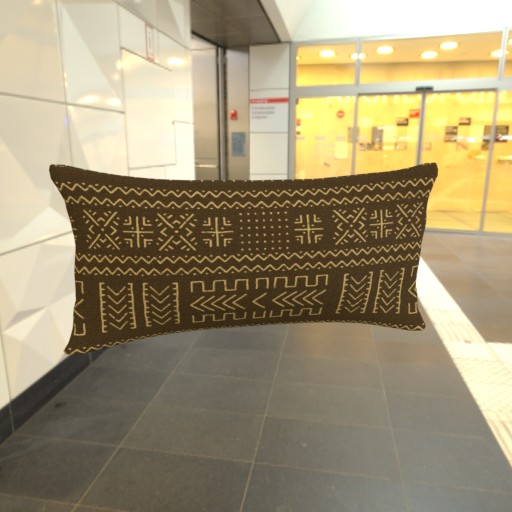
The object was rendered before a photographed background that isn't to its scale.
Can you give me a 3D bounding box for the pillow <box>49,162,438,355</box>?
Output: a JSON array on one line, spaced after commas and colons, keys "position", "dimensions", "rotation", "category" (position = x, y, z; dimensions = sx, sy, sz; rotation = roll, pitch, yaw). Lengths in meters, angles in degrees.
[{"position": [0.000, 0.000, 0.782], "dimensions": [0.667, 0.322, 0.135], "rotation": [-2, 14, -9], "category": "pillow"}]
